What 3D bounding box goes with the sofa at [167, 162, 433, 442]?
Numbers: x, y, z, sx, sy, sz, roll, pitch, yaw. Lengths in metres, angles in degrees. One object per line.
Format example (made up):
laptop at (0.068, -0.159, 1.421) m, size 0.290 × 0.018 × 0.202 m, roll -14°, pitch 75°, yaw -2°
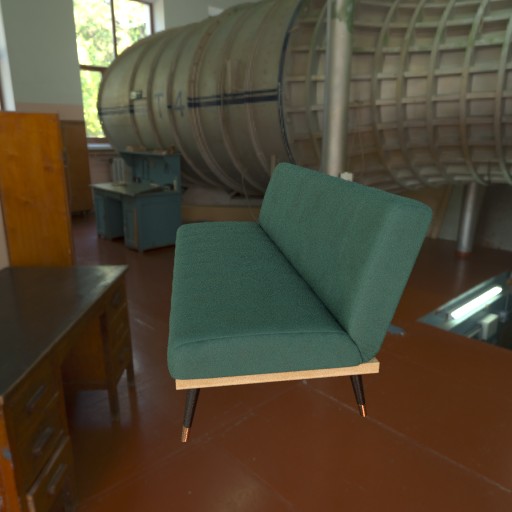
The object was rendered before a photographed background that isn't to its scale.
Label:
sofa at (0.000, 0.000, 2.243) m, size 0.830 × 0.820 × 1.810 m, roll -2°, pitch 16°, yaw -9°
